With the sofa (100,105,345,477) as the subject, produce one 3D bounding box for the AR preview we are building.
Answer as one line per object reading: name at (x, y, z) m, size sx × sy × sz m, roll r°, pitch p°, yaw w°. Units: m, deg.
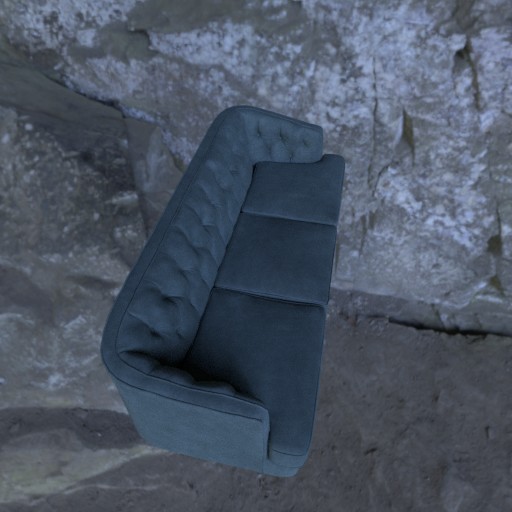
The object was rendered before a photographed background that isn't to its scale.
sofa at (0.000, 0.000, 2.682) m, size 0.941 × 0.855 × 2.278 m, roll 9°, pitch 47°, yaw 8°
